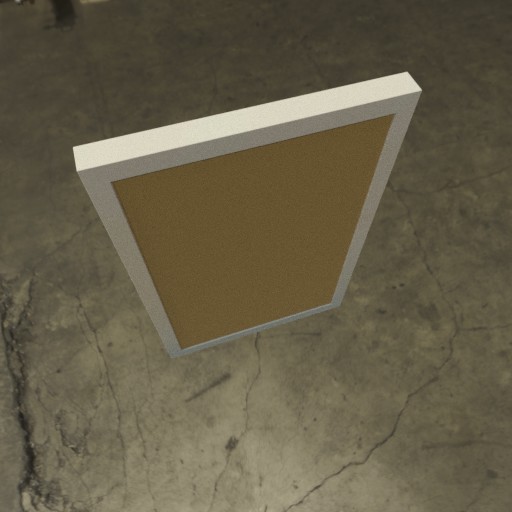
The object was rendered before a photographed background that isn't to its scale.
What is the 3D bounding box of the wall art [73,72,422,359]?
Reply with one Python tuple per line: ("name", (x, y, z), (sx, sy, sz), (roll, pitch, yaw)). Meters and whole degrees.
("wall art", (0.000, 0.000, 0.768), (0.408, 0.611, 0.038), (-16, 60, -9))
